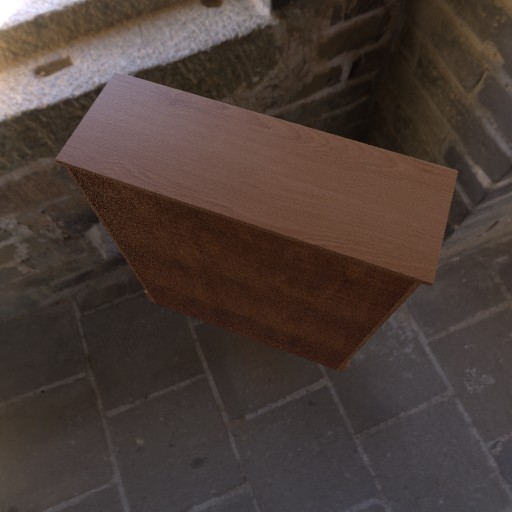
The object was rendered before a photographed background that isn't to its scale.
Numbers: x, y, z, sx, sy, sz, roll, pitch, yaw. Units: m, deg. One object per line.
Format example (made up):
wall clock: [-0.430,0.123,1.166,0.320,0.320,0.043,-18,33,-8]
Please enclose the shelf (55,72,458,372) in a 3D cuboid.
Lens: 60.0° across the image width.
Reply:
shelf: [0.000,0.000,1.421,0.840,0.980,0.291,19,67,8]
